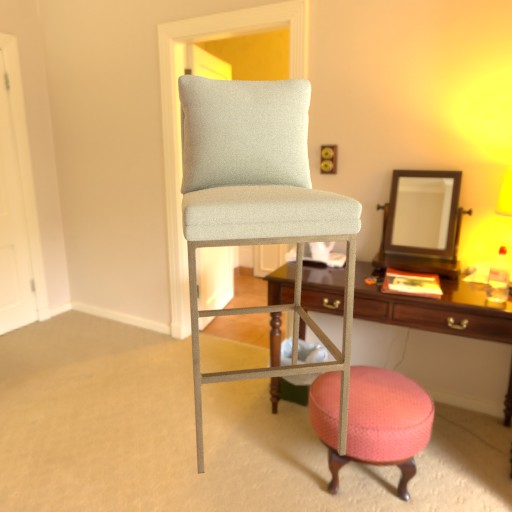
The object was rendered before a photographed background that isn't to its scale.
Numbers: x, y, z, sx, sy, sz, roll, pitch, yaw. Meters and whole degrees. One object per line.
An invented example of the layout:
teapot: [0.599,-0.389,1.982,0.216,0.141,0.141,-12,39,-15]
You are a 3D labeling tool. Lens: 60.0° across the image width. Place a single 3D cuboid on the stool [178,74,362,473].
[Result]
stool: [0.000,0.000,1.419,0.463,1.125,0.572,-3,14,-10]
